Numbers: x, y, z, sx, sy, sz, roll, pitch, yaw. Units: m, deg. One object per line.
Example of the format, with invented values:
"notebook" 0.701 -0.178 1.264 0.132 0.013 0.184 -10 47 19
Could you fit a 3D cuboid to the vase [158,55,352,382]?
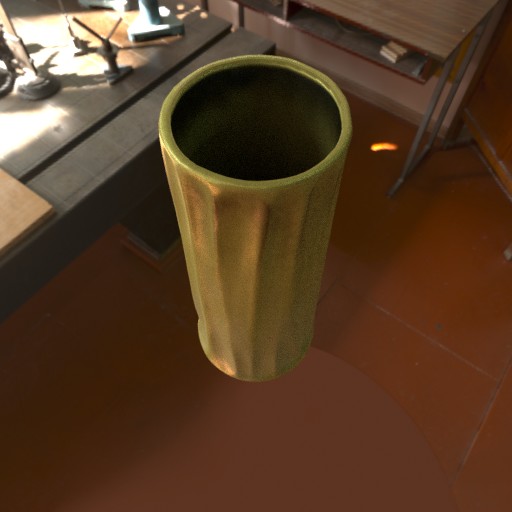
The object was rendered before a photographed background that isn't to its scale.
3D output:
"vase" 0.000 0.000 0.178 0.061 0.143 0.061 0 58 0
